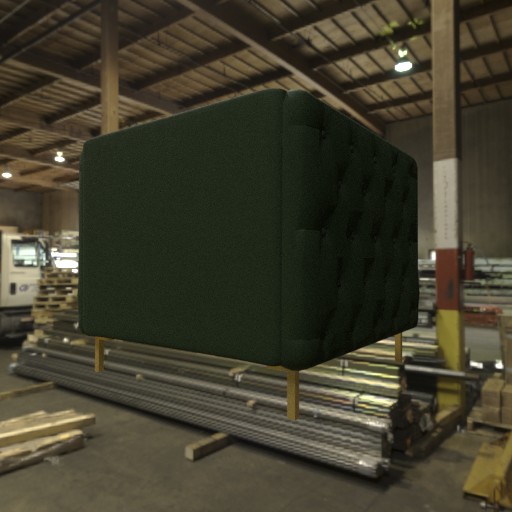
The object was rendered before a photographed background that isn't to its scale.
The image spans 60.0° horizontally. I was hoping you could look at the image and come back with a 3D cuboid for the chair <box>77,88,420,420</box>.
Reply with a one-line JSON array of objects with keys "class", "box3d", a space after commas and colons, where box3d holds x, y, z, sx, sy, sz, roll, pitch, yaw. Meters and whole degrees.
[{"class": "chair", "box3d": [0.000, 0.000, 1.552, 0.917, 0.768, 0.855, -1, -1, 36]}]
